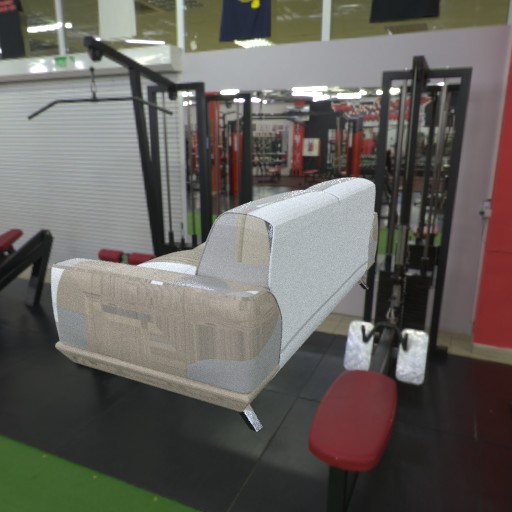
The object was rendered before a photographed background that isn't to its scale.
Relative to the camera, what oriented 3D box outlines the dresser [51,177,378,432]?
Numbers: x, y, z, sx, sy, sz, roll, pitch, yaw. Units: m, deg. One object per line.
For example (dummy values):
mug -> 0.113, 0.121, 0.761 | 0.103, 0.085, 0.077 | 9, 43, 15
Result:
dresser -> 0.000, 0.000, 5.815 | 2.251, 1.863, 4.679 | 7, 16, 25
